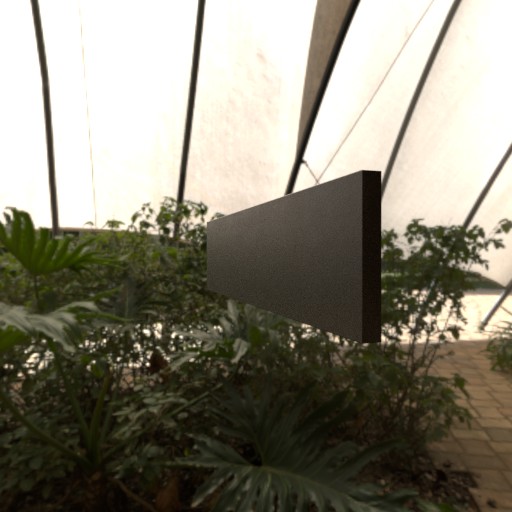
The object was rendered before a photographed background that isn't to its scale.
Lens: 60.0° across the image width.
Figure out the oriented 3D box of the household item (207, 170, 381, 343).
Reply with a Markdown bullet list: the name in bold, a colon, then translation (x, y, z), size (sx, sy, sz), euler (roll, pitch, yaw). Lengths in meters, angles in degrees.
- **household item**: translation (0.000, 0.000, 1.078), size (0.030, 0.236, 1.001), euler (0, 0, -18)
